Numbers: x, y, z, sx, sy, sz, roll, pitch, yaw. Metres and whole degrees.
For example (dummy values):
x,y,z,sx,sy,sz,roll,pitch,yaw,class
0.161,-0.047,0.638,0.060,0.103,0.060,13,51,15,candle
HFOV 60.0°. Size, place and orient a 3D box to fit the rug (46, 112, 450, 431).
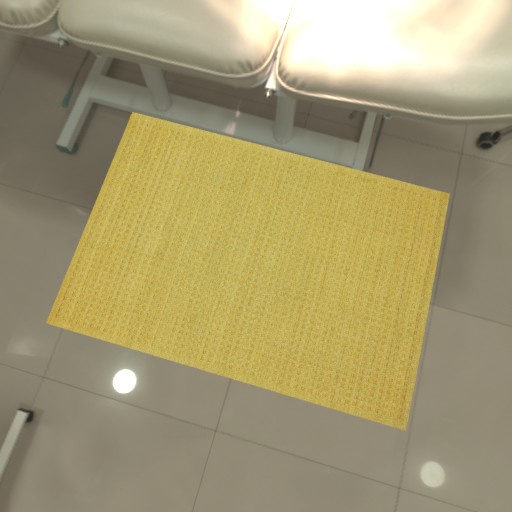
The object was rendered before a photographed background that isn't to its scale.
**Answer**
x,y,z,sx,sy,sz,roll,pitch,yaw,class
0.000,0.000,3.662,2.895,0.006,1.981,15,75,4,rug
